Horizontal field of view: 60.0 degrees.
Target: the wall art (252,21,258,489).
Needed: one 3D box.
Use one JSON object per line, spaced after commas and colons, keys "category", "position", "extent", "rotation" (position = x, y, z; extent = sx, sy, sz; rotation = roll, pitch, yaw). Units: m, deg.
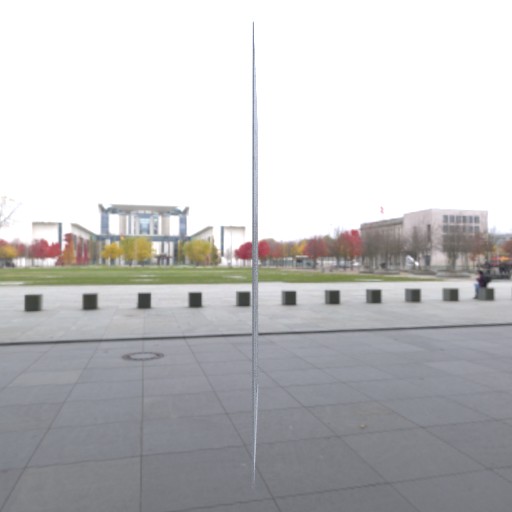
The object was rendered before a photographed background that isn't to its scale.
{"category": "wall art", "position": [0.000, 0.000, 0.805], "extent": [0.003, 0.610, 0.457], "rotation": [0, -1, 1]}
